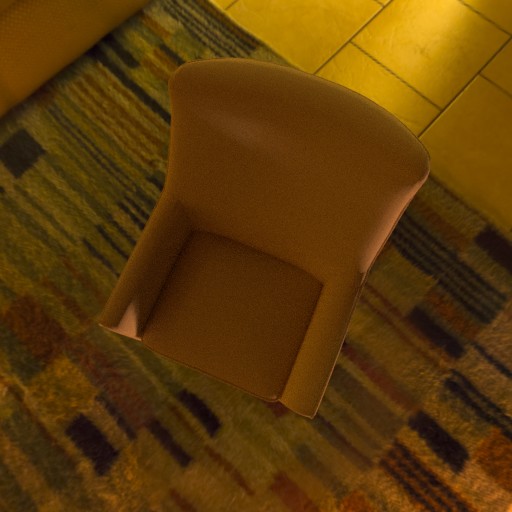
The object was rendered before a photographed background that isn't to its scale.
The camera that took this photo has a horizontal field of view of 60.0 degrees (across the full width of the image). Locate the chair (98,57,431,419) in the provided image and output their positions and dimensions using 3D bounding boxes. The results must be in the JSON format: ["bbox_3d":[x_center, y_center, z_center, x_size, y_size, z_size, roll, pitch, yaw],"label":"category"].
[{"bbox_3d":[0.000,0.000,1.553,0.756,0.916,0.879,22,76,6],"label":"chair"}]
